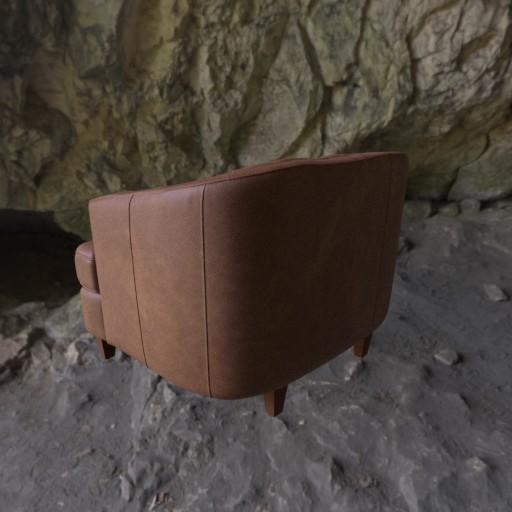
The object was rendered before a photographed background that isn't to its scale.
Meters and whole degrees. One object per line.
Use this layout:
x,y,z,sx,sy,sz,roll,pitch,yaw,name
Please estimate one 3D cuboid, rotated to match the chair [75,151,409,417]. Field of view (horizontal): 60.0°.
0.000,0.000,1.777,0.911,0.836,1.119,17,24,42,chair
